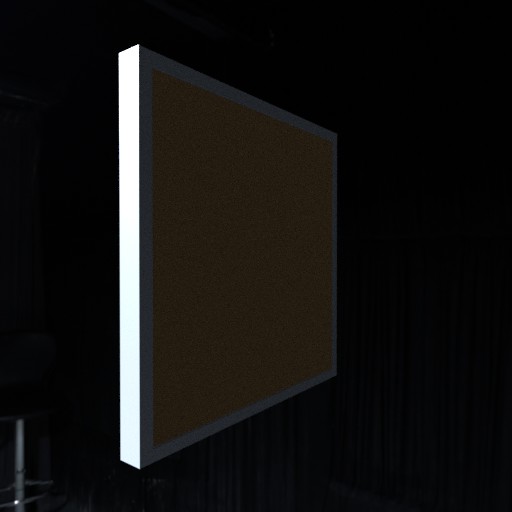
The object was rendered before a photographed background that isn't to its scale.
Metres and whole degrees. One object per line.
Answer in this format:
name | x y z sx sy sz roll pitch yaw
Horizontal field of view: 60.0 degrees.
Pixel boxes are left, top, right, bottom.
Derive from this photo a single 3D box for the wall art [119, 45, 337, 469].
wall art | 0.000 0.000 0.740 0.038 0.506 0.506 1 1 38
